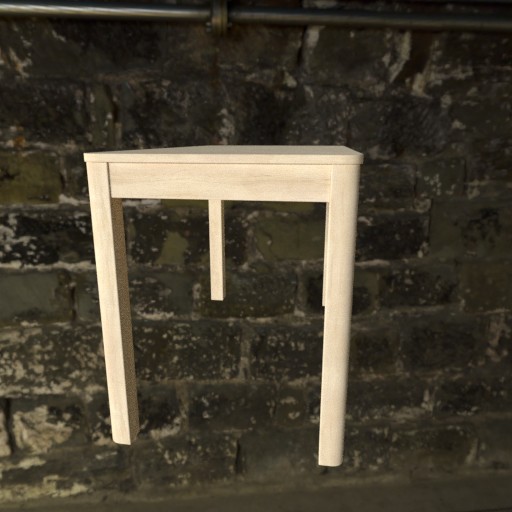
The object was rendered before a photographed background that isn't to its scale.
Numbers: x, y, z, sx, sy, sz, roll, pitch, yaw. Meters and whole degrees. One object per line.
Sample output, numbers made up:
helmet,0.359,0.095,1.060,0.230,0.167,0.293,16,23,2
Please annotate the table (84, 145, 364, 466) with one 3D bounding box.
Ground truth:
table,0.000,0.000,1.907,0.750,0.900,1.400,2,15,8
